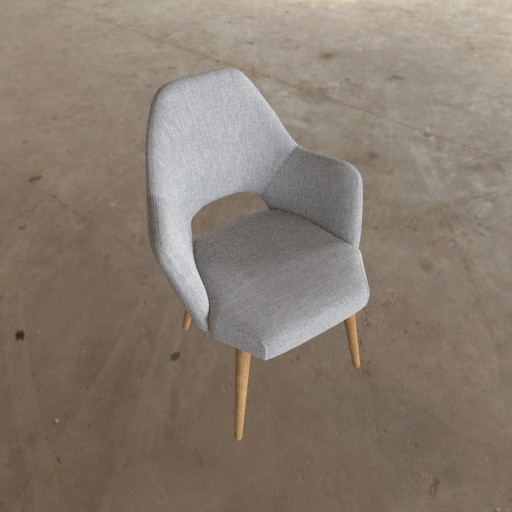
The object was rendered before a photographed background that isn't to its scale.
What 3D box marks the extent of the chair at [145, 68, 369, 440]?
[{"bbox_3d":[0.000,0.000,1.268,0.590,0.840,0.610,-24,51,-21],"label":"chair"}]
